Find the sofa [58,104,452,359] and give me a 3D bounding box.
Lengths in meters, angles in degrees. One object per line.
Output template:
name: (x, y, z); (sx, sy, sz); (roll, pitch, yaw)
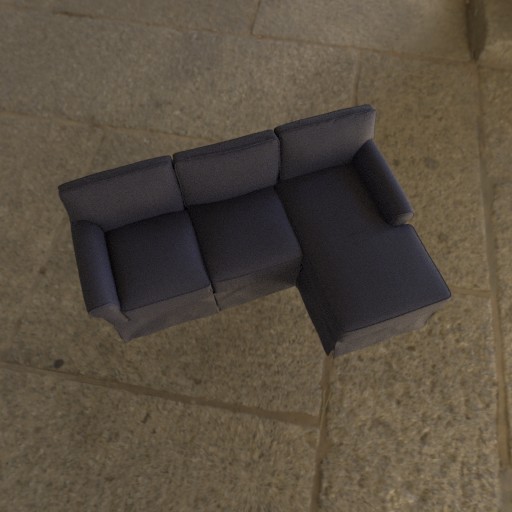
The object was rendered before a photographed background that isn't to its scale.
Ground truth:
sofa: (0.000, 0.000, 3.334); (2.518, 1.039, 1.637); (-17, 64, -8)
